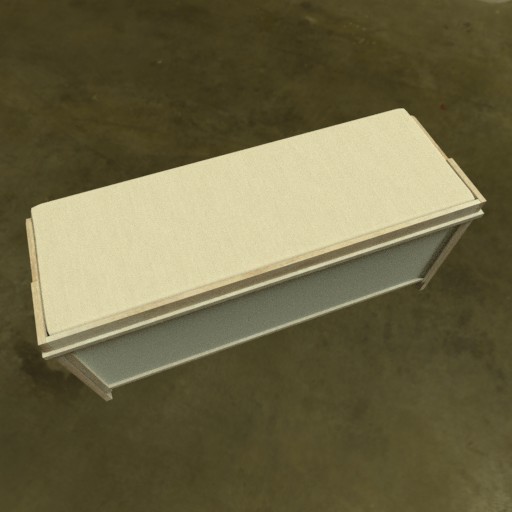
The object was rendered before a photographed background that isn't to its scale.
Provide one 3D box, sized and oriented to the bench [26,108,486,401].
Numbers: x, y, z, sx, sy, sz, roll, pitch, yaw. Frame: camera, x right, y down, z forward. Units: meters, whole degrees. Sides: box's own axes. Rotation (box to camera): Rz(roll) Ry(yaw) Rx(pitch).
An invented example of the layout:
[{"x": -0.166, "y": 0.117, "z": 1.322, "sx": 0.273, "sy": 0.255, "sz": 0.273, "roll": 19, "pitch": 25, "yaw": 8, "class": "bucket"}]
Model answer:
[{"x": 0.000, "y": 0.000, "z": 1.341, "sx": 1.140, "sy": 0.501, "sz": 0.398, "roll": -17, "pitch": 60, "yaw": -10, "class": "bench"}]
